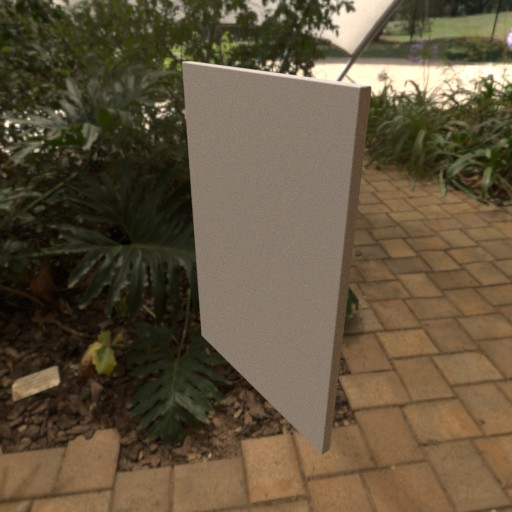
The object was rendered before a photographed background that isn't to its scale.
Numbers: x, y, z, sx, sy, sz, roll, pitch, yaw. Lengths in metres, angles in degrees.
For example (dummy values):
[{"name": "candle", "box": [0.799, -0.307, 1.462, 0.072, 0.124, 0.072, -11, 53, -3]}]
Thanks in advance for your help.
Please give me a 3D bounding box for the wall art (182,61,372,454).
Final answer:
[{"name": "wall art", "box": [0.000, 0.000, 1.051, 0.026, 0.813, 0.556, -19, 34, -32]}]
